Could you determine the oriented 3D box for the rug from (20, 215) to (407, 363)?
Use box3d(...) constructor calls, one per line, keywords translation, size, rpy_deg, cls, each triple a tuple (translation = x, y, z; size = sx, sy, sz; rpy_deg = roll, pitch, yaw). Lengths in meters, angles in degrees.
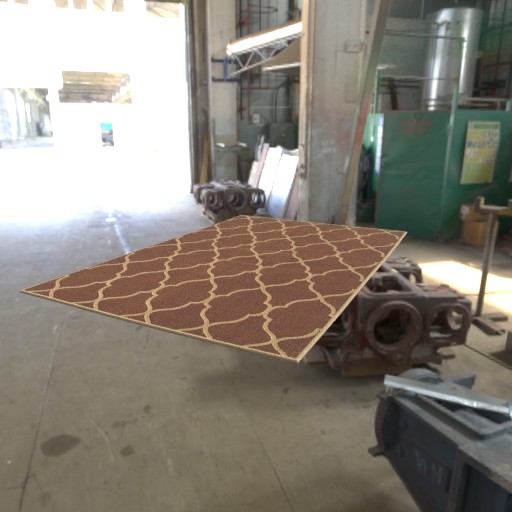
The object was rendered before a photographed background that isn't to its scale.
box3d(translation=(0.000, 0.000, 2.866), size=(1.526, 0.014, 2.290), rpy_deg=(8, 18, 26), cls="rug")
